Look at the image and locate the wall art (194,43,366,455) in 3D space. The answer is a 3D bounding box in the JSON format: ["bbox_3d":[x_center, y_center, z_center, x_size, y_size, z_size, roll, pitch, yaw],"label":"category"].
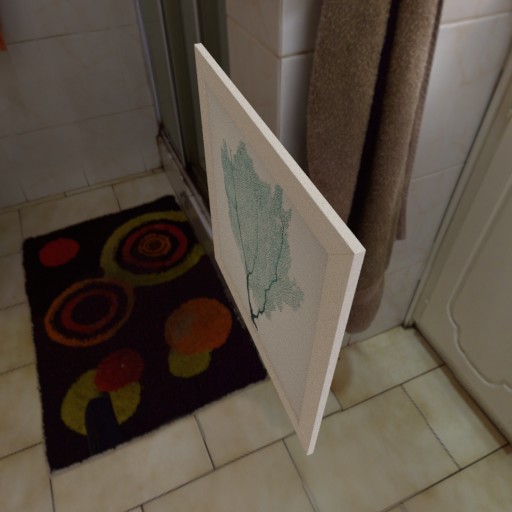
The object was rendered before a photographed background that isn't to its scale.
[{"bbox_3d":[0.000,0.000,0.844,0.015,0.577,0.572,-16,49,-15],"label":"wall art"}]
